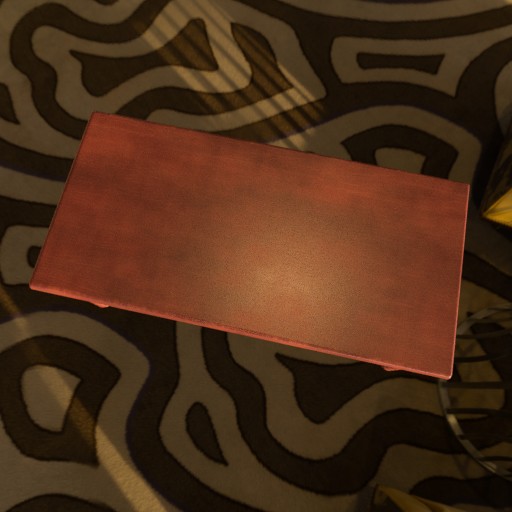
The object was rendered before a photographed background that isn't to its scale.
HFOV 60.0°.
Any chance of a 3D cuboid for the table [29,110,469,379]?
[{"bbox_3d":[0.000,0.000,1.496,1.171,0.485,0.580,12,74,3],"label":"table"}]
